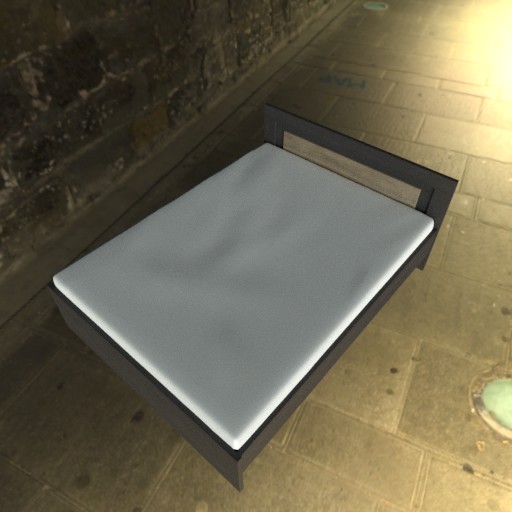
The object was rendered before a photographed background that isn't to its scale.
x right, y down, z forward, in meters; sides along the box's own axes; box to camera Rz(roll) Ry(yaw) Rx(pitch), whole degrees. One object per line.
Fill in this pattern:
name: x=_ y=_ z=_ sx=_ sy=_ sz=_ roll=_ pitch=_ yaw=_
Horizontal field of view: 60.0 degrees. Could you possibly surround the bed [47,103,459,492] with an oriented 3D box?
bed: x=0.000 y=0.000 z=2.899 sx=1.585 sy=0.823 sz=2.073 roll=32 pitch=53 yaw=27
